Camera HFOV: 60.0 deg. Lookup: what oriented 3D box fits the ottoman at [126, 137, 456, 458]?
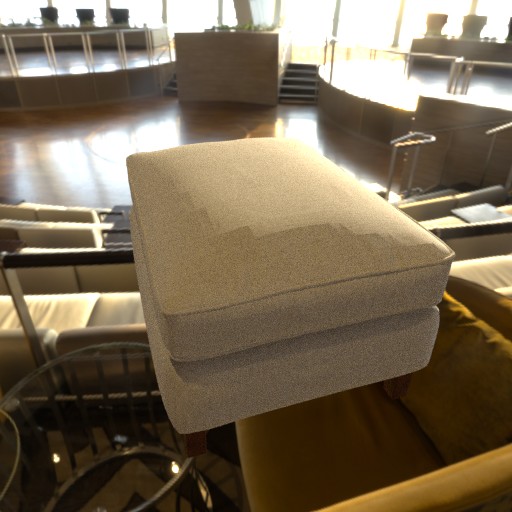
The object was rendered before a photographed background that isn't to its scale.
[{"bbox_3d":[0.000,0.000,0.953,0.501,0.406,0.665,-10,33,-15],"label":"ottoman"}]
